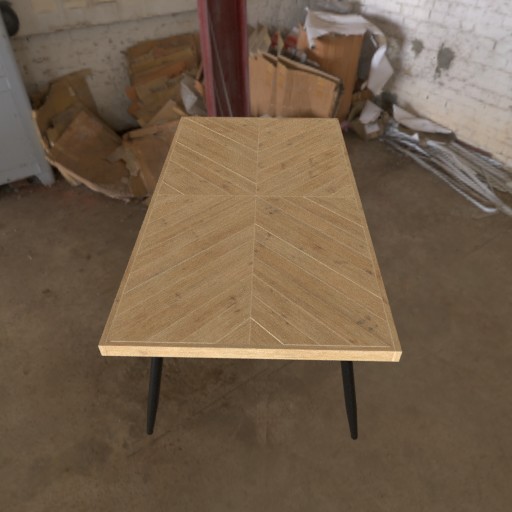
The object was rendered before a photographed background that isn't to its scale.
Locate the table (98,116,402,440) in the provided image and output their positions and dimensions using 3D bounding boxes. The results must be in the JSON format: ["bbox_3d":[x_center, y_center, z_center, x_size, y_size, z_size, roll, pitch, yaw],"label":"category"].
[{"bbox_3d":[0.000,0.000,2.375,0.991,0.762,1.803,1,41,1],"label":"table"}]
